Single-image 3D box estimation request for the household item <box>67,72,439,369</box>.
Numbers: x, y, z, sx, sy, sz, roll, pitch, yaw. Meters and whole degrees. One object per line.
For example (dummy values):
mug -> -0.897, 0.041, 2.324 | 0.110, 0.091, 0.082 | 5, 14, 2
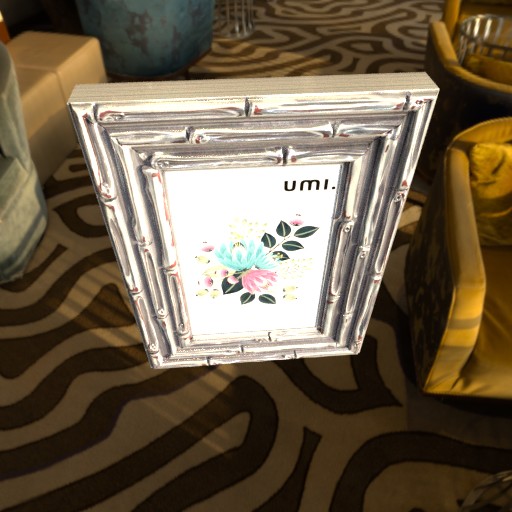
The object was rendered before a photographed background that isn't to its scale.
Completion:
household item -> 0.000, 0.000, 0.277 | 0.165, 0.216, 0.025 | -3, 45, -3
